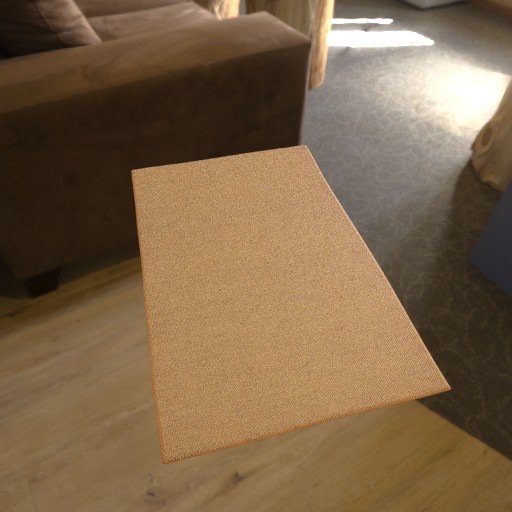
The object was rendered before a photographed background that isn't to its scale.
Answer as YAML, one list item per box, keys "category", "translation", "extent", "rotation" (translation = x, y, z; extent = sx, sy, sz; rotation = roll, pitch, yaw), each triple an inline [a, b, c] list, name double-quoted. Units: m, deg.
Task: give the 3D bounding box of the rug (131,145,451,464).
- category: "rug"
  translation: [0.000, 0.000, 2.106]
  extent: [1.078, 0.013, 1.678]
  rotation: [-11, 48, -10]
